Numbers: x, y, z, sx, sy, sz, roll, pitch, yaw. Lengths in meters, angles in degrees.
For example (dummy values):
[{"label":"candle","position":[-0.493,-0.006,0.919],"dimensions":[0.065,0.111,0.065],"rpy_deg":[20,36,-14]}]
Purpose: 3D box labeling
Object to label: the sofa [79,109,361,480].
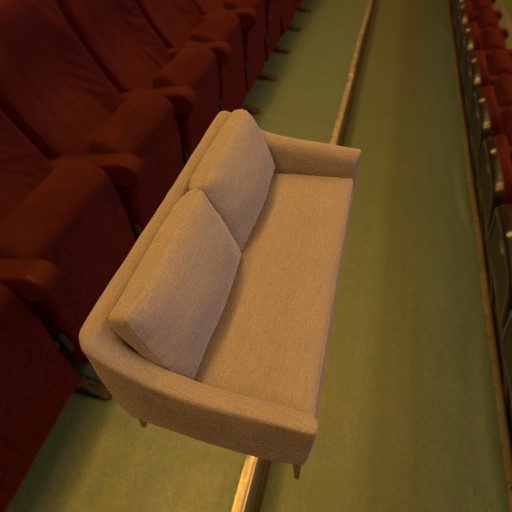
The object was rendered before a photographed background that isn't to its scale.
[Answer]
[{"label":"sofa","position":[0.000,0.000,2.523],"dimensions":[0.980,0.913,2.036],"rpy_deg":[10,46,10]}]
